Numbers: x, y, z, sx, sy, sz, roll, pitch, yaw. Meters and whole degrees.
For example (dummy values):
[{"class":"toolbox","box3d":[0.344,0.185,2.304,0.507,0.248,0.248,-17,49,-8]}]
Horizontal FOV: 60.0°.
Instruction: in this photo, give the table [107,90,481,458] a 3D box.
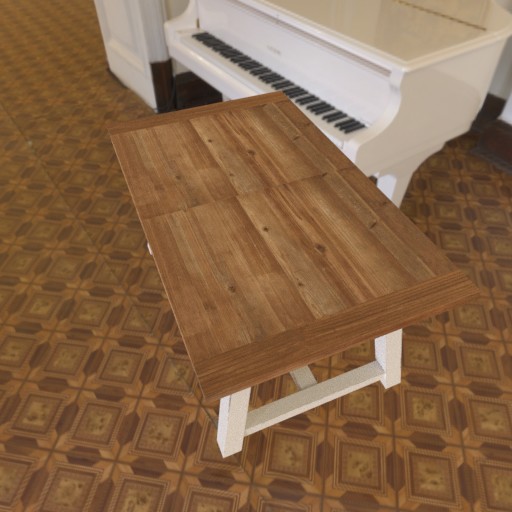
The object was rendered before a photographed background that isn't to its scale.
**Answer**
[{"class":"table","box3d":[0.000,0.000,2.031,0.922,0.743,1.503,-17,48,-16]}]
